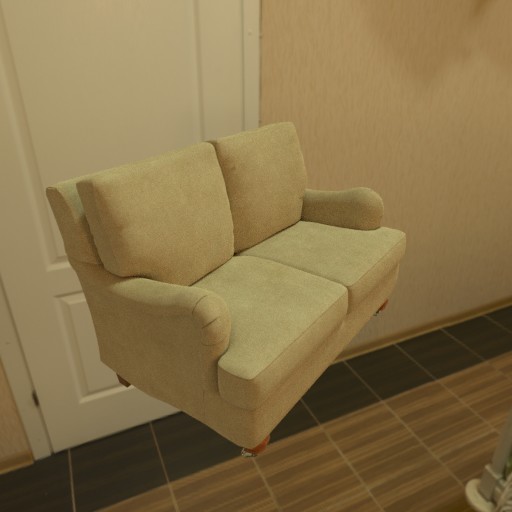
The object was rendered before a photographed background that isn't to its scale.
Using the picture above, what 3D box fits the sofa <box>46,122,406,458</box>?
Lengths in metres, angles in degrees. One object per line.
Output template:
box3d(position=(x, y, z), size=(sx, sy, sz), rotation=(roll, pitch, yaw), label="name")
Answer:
box3d(position=(0.000, 0.000, 2.220), size=(1.086, 1.087, 1.498), rotation=(18, 32, 32), label="sofa")
